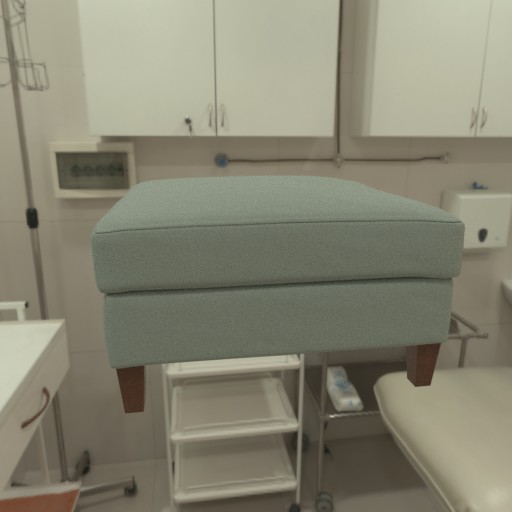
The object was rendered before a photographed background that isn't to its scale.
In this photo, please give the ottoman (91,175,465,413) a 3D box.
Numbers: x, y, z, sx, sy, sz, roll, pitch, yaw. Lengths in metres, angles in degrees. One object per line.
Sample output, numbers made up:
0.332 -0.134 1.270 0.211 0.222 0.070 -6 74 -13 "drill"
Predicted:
0.000 0.000 1.453 0.842 0.494 0.991 -2 15 -9 "ottoman"
